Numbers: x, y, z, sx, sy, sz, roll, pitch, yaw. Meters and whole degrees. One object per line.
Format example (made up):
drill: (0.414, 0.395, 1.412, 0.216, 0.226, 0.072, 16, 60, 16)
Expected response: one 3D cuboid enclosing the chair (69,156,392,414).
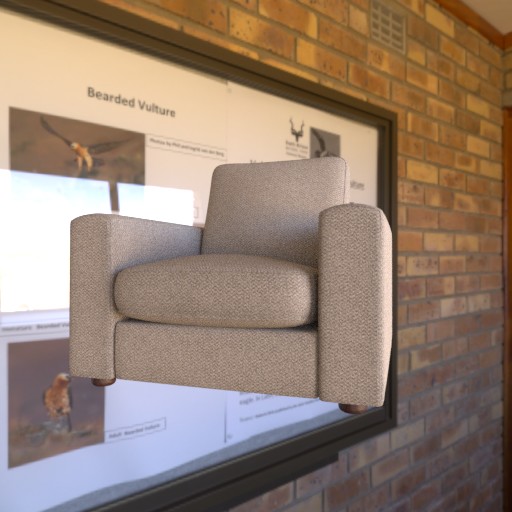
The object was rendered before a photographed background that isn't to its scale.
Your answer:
chair: (0.000, 0.000, 1.746, 1.005, 0.873, 1.016, 0, 0, 18)
